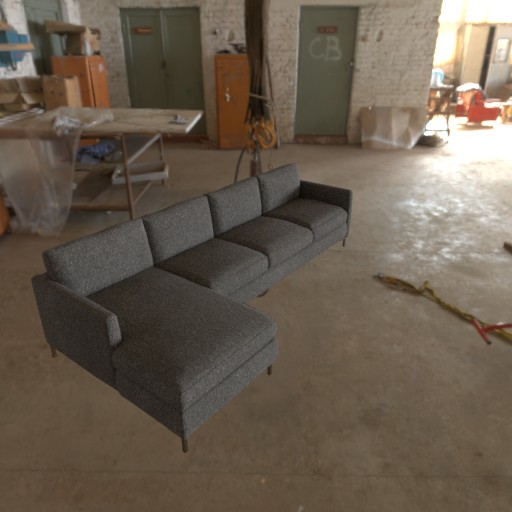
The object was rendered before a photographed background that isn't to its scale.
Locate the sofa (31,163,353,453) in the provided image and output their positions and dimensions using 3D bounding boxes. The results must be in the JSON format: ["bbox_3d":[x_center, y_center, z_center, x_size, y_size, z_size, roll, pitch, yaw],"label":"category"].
[{"bbox_3d":[0.000,0.000,3.488,1.350,0.810,2.932,18,31,33],"label":"sofa"}]
